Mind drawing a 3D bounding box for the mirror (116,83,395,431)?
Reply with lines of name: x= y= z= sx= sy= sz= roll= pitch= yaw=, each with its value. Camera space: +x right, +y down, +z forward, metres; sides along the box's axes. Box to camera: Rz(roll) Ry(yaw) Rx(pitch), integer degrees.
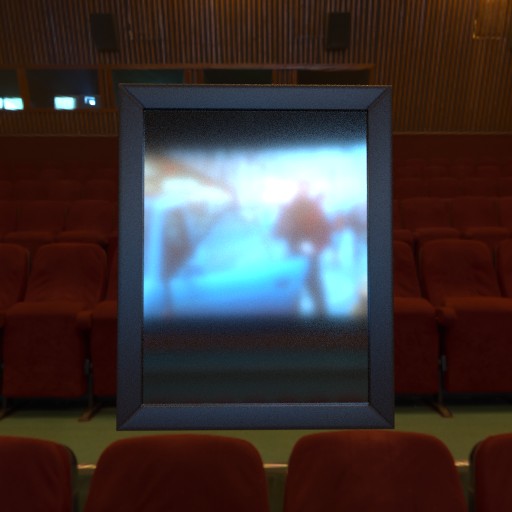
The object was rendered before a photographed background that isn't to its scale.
mirror: x=0.000 y=0.000 z=0.671 sx=0.405 sy=0.508 sz=0.041 roll=0 pitch=-1 yaw=-1
